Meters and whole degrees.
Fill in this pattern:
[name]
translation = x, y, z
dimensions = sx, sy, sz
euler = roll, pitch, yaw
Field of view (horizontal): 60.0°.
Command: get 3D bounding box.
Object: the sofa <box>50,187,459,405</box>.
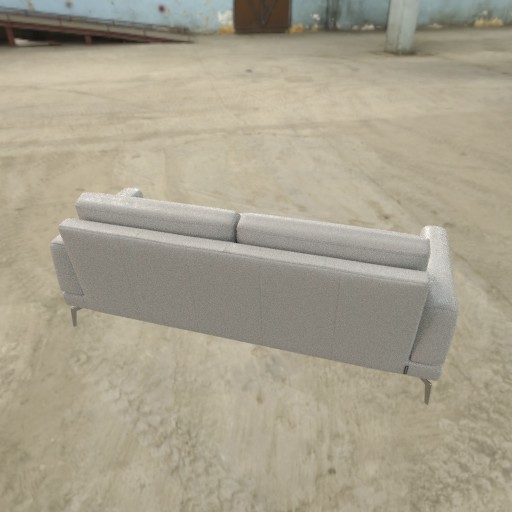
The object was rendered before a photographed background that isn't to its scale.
[sofa]
translation = 0.000, 0.000, 2.381
dimensions = 1.940, 0.765, 0.974
euler = 9, 33, 14
